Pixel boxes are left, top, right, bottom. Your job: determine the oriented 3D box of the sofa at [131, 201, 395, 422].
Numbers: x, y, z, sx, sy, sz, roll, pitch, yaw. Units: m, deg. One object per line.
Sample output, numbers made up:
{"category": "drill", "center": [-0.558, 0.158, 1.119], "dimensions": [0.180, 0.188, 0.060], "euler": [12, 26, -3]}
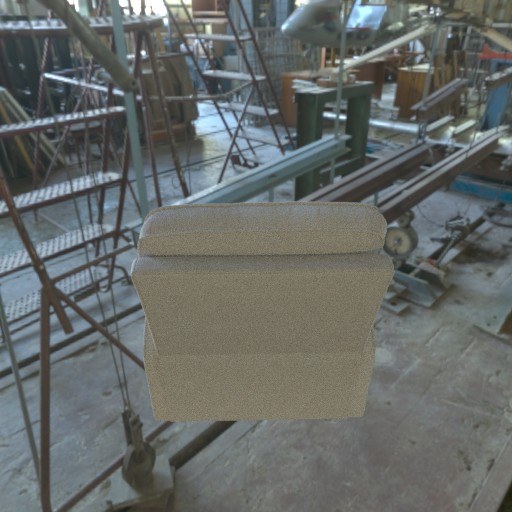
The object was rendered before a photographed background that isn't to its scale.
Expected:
{"category": "sofa", "center": [0.000, 0.000, 2.053], "dimensions": [0.861, 0.959, 1.472], "euler": [-1, 29, -1]}
